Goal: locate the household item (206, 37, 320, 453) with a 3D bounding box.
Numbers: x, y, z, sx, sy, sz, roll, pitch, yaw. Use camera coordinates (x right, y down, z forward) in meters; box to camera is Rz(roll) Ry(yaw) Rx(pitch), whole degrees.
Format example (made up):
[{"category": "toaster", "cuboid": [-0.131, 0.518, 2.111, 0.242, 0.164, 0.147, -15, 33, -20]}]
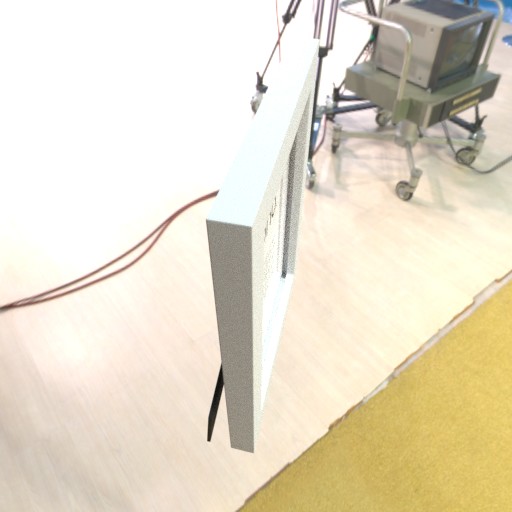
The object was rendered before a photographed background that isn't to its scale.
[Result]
[{"category": "household item", "cuboid": [0.000, 0.000, 0.339, 0.045, 0.250, 0.200, 10, 47, 9]}]
